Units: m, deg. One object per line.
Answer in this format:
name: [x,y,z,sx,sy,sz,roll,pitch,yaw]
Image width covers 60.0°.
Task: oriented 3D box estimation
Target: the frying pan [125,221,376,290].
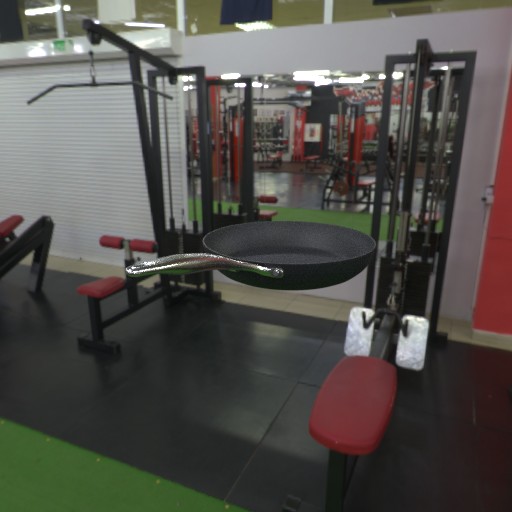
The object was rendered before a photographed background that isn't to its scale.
frying pan: [0.000,0.000,0.571,0.255,0.105,0.472,8,18,25]
